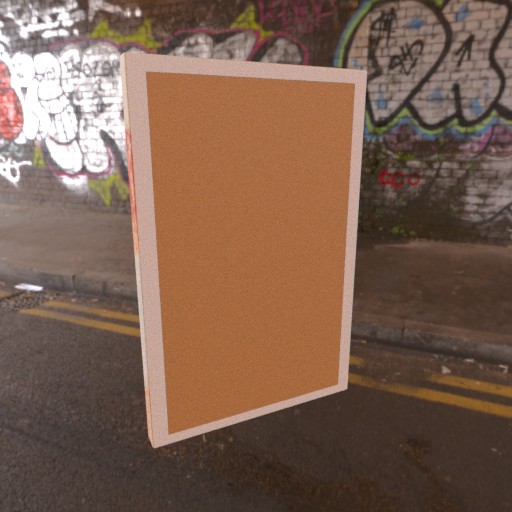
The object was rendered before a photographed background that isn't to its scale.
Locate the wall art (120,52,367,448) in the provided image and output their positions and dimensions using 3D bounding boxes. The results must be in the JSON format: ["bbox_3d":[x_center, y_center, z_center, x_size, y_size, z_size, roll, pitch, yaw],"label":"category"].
[{"bbox_3d":[0.000,0.000,0.758,0.401,0.610,0.038,-8,17,-25],"label":"wall art"}]
